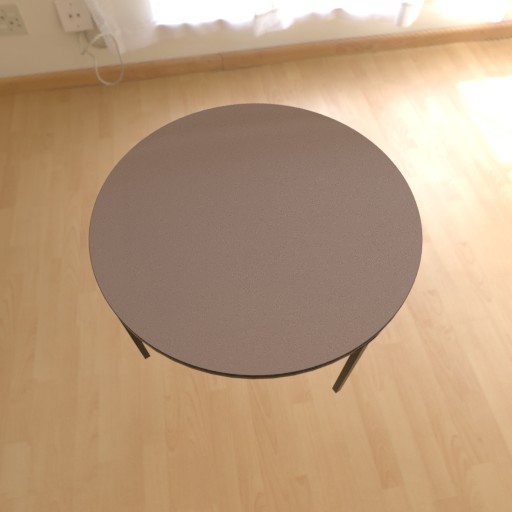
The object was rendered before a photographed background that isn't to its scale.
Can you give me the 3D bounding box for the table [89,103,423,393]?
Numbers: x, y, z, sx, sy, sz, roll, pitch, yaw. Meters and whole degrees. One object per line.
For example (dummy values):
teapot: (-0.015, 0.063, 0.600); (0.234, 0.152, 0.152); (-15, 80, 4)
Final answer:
table: (0.000, 0.000, 1.249); (0.800, 0.400, 0.800); (0, 58, 0)
